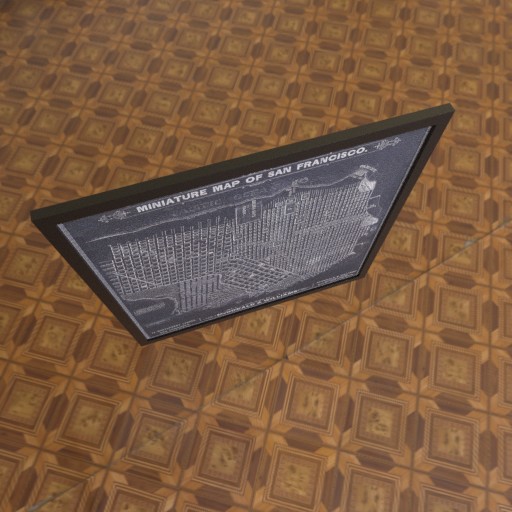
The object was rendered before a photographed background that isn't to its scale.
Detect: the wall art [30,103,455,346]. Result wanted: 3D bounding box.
[{"bbox_3d":[0.000,0.000,1.171,0.807,0.807,0.022,-16,65,-8],"label":"wall art"}]
